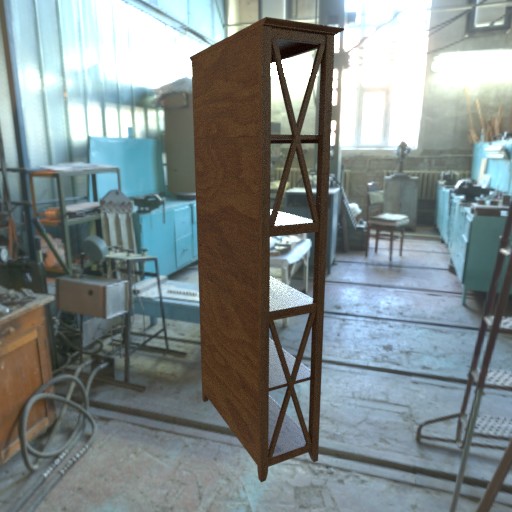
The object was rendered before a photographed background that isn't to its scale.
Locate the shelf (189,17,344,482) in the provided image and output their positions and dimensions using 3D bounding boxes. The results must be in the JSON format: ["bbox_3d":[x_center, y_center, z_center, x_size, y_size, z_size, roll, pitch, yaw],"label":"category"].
[{"bbox_3d":[0.000,0.000,2.169,0.335,1.905,0.805,-7,16,-26],"label":"shelf"}]
